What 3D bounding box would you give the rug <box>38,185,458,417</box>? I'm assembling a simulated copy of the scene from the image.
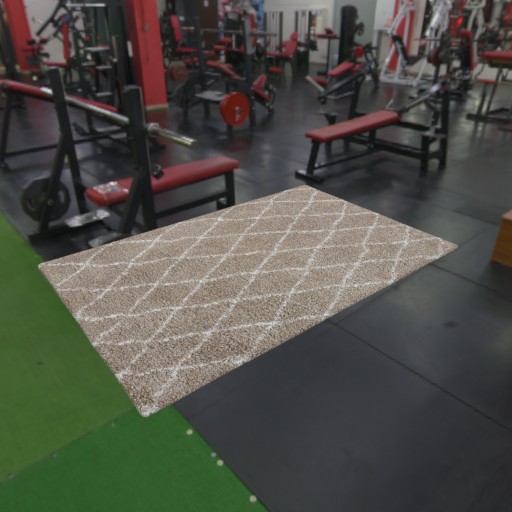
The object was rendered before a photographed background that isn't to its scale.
[{"bbox_3d":[0.000,0.000,3.425,2.743,0.030,1.778,-21,36,-33],"label":"rug"}]
